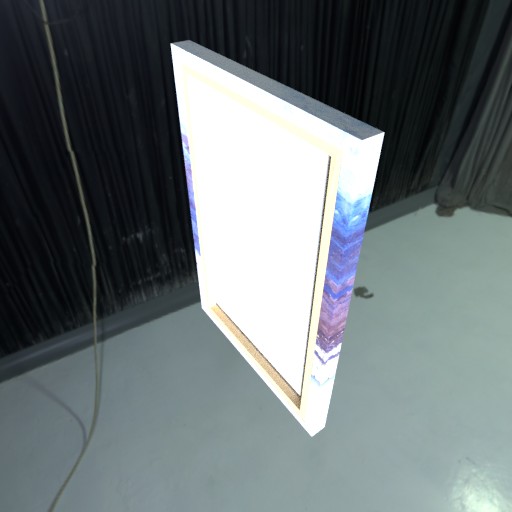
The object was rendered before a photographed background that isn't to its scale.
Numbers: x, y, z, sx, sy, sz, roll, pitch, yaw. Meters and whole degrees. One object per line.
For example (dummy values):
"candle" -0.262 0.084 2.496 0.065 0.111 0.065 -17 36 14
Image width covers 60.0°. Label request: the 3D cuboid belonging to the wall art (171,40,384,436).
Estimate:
"wall art" 0.000 0.000 1.111 0.048 0.874 0.583 -26 47 -26
